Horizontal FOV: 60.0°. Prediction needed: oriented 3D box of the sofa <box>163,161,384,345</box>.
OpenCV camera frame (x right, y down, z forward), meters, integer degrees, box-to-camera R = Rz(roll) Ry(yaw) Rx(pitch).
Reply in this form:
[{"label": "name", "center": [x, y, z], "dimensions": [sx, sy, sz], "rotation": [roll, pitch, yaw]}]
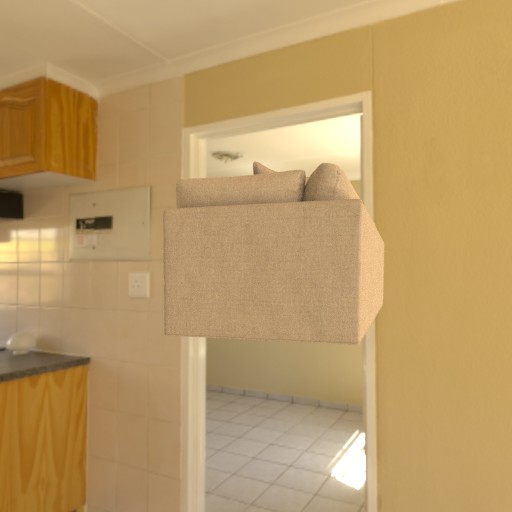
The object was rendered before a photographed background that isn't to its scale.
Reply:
[{"label": "sofa", "center": [0.000, 0.000, 3.747], "dimensions": [1.994, 0.978, 2.896], "rotation": [-1, -2, 18]}]
